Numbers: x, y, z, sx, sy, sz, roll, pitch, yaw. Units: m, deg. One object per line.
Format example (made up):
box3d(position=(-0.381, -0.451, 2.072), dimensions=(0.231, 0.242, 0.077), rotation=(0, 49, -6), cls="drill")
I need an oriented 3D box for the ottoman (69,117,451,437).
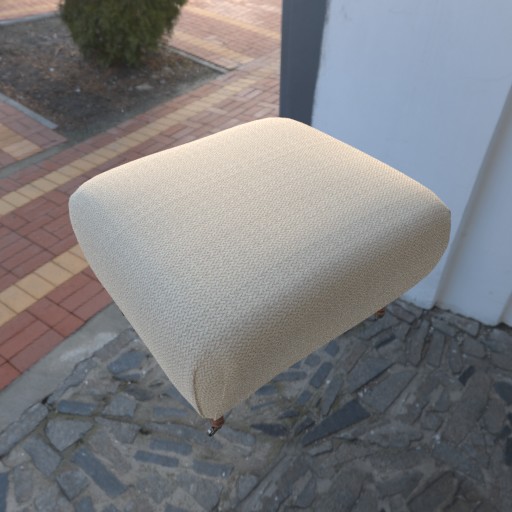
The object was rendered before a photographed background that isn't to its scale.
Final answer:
box3d(position=(0.000, 0.000, 1.072), dimensions=(0.684, 0.447, 0.622), rotation=(-27, 48, -27), cls="ottoman")
